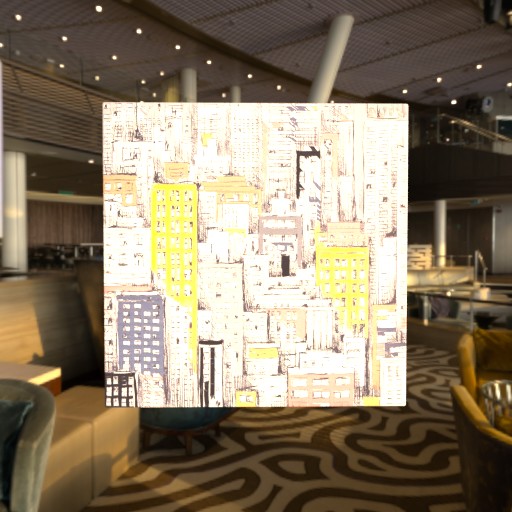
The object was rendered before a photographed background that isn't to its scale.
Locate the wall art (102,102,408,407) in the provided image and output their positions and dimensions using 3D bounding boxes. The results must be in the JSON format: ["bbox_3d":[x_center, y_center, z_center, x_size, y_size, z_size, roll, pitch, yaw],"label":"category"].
[{"bbox_3d":[0.000,0.000,0.902,0.607,0.608,0.038,0,1,-1],"label":"wall art"}]
